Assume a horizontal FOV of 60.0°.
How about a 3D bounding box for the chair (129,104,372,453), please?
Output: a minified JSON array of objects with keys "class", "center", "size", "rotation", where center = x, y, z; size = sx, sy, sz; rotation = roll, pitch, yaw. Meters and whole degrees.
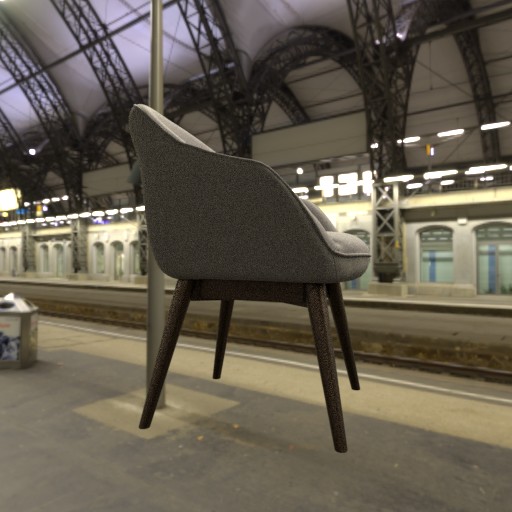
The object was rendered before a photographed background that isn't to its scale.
[{"class":"chair","center":[0.000,0.000,1.211],"size":[0.611,0.810,0.589],"rotation":[0,-1,16]}]
